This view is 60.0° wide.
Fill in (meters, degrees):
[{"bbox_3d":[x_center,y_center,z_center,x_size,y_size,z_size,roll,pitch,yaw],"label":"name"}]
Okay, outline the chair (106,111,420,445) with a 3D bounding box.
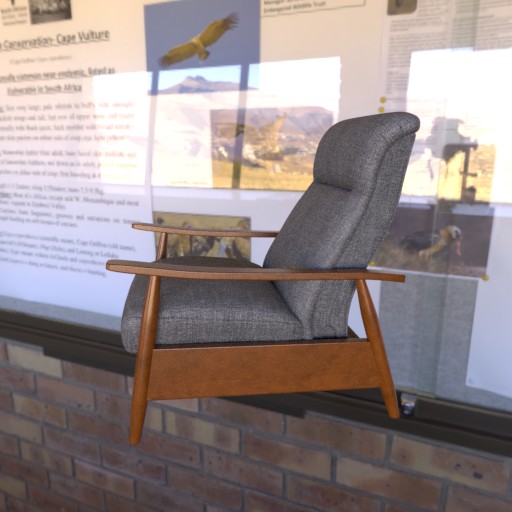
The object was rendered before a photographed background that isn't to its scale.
[{"bbox_3d":[0.000,0.000,1.775,1.030,1.082,0.762,-2,14,-9],"label":"chair"}]
